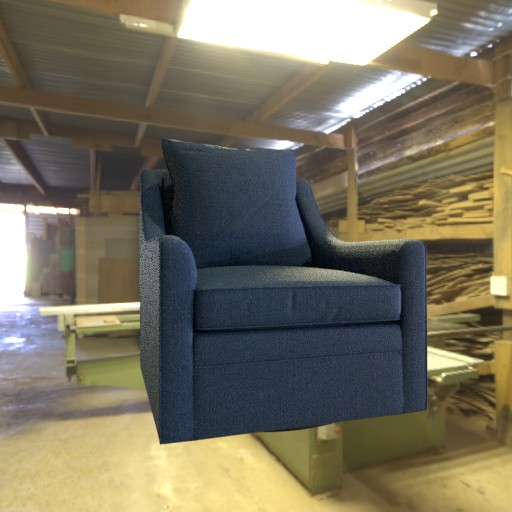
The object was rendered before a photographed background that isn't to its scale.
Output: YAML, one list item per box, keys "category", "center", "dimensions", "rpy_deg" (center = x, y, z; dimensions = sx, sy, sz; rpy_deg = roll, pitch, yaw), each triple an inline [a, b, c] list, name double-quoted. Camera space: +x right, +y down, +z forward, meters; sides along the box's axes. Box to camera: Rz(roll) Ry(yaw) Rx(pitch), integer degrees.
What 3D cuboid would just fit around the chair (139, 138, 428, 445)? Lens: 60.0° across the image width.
- category: "chair"
  center: [0.000, 0.000, 1.554]
  dimensions: [0.750, 0.939, 0.870]
  rpy_deg: [0, 0, -18]
